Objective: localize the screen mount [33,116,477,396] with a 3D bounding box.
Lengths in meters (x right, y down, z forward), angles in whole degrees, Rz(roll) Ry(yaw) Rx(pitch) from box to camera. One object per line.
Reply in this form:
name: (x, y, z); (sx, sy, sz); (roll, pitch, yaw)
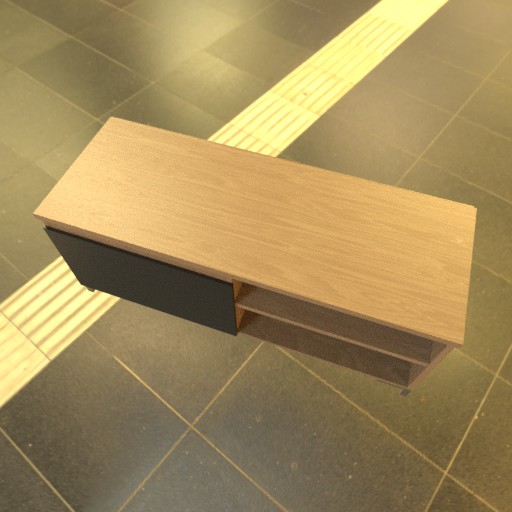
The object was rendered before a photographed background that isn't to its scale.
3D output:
screen mount: (0.000, 0.000, 1.332); (1.084, 0.432, 0.406); (16, 58, 11)
